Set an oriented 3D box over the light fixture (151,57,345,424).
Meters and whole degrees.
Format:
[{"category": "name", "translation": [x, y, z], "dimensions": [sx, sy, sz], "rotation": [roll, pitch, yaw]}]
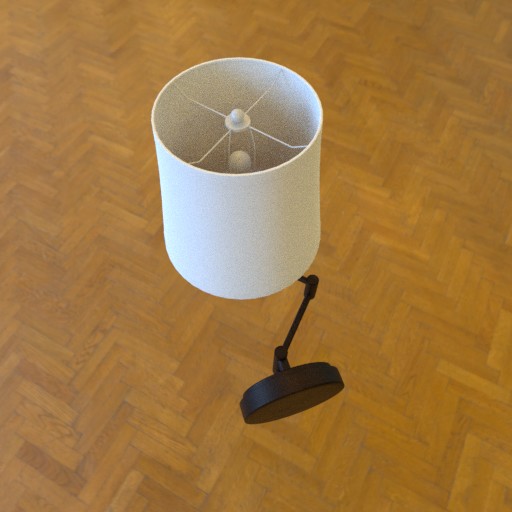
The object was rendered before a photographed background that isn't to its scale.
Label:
[{"category": "light fixture", "translation": [0.000, 0.000, 0.265], "dimensions": [0.100, 0.172, 0.157], "rotation": [-15, 60, -9]}]
